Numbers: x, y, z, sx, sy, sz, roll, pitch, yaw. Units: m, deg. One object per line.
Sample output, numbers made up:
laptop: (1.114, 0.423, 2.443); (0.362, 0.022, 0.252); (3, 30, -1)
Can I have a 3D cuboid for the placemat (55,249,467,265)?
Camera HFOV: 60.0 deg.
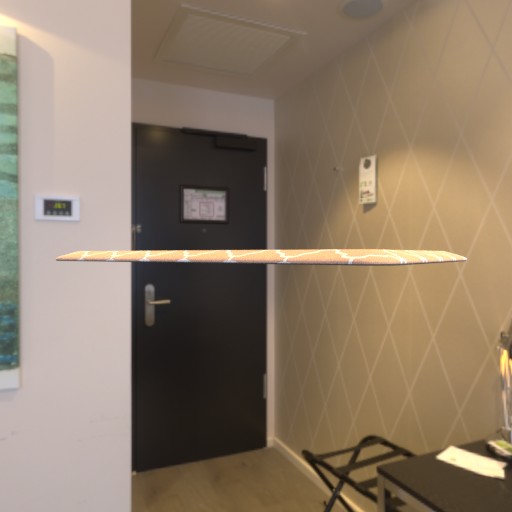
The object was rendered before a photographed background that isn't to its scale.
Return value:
placemat: (0.000, 0.000, 0.961); (0.762, 0.021, 0.508); (0, 0, 36)
